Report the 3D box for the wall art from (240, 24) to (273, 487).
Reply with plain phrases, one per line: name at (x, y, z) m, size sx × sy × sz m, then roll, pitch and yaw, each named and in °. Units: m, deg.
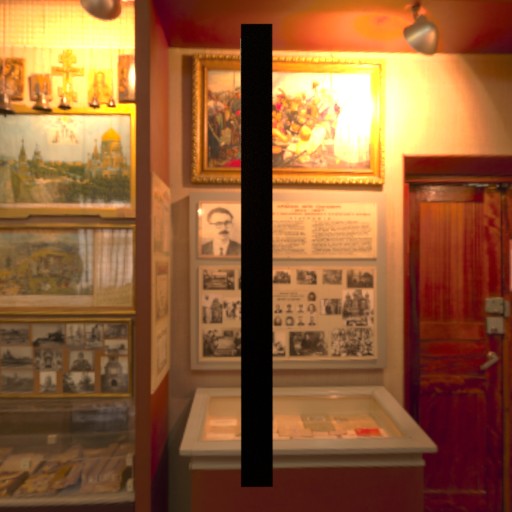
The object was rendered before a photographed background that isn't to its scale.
wall art at (0.000, 0.000, 0.754) m, size 0.039 × 0.553 × 0.451 m, roll 0°, pitch -1°, yaw 0°
